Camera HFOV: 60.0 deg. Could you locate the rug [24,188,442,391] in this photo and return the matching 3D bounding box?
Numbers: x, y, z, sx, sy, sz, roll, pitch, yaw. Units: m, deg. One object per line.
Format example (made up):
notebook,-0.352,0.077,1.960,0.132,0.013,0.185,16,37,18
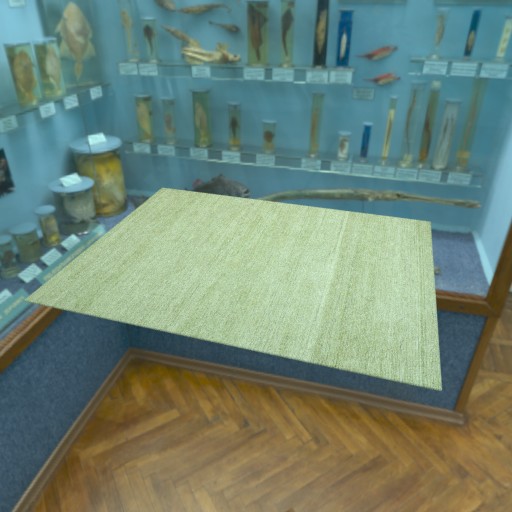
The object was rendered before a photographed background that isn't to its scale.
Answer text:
rug,0.000,0.000,4.188,3.198,0.016,2.425,9,33,14
